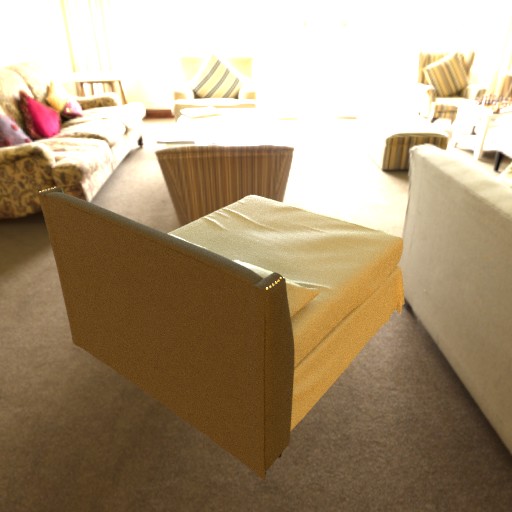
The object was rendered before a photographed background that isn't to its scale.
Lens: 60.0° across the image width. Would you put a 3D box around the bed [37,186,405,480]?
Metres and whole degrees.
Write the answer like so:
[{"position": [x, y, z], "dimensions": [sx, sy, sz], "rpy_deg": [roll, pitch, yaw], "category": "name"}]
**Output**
[{"position": [0.000, 0.000, 3.472], "dimensions": [1.925, 1.332, 2.276], "rpy_deg": [21, 35, 33], "category": "bed"}]
